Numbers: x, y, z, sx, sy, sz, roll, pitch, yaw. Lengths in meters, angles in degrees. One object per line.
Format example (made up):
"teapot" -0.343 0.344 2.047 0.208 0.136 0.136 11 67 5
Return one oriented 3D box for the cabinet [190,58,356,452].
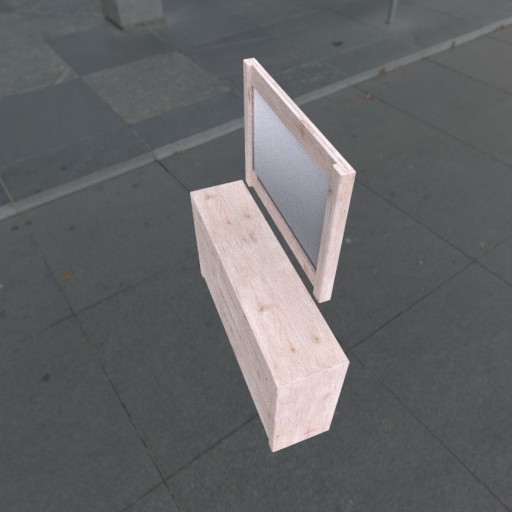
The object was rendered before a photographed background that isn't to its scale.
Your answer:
"cabinet" 0.000 0.000 2.817 0.420 1.981 1.700 -16 49 -14
